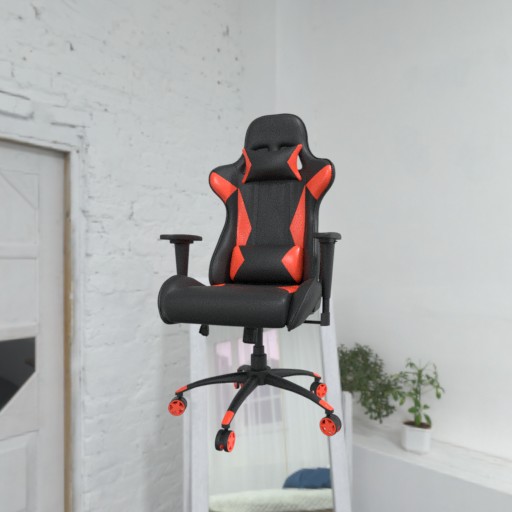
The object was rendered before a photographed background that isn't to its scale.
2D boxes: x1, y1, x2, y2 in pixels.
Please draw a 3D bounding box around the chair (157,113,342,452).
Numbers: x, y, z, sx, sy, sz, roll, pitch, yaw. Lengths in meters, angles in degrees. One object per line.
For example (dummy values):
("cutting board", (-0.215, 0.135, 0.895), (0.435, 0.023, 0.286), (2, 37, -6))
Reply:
("chair", (0.000, 0.000, 1.764), (0.695, 1.282, 0.730), (0, 1, 19))
